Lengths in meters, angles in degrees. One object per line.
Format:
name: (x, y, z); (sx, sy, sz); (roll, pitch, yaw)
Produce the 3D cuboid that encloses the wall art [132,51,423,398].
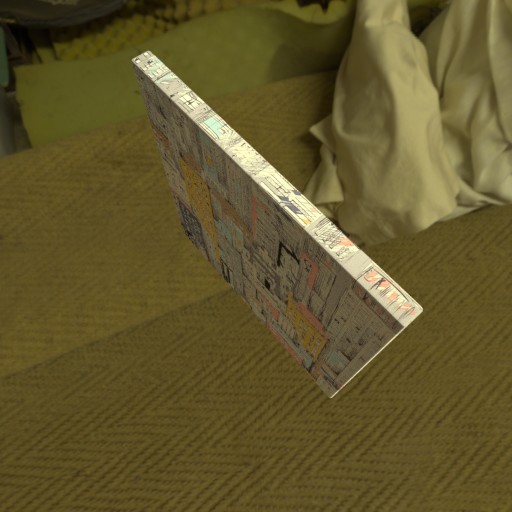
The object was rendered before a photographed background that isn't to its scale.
wall art: (0.000, 0.000, 0.920); (0.038, 0.608, 0.607); (-37, 70, -16)
